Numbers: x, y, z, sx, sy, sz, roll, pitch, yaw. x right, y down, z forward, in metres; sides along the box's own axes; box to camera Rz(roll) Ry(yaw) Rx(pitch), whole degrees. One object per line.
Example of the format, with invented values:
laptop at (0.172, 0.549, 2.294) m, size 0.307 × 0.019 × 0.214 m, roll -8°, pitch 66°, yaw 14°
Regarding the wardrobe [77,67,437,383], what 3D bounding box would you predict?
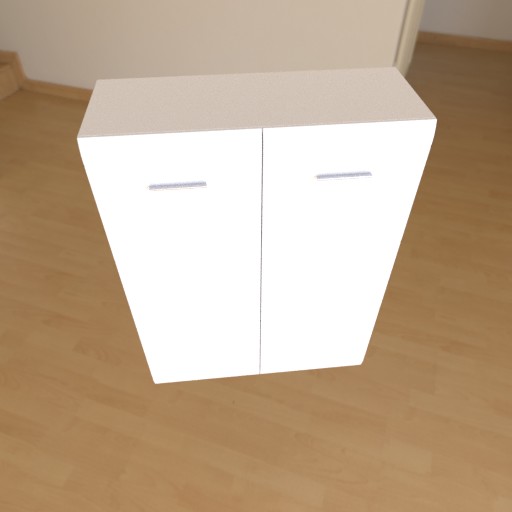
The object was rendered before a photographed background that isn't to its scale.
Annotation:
wardrobe at (0.000, 0.000, 1.631) m, size 0.900 × 1.200 × 0.360 m, roll -4°, pitch 45°, yaw -4°
